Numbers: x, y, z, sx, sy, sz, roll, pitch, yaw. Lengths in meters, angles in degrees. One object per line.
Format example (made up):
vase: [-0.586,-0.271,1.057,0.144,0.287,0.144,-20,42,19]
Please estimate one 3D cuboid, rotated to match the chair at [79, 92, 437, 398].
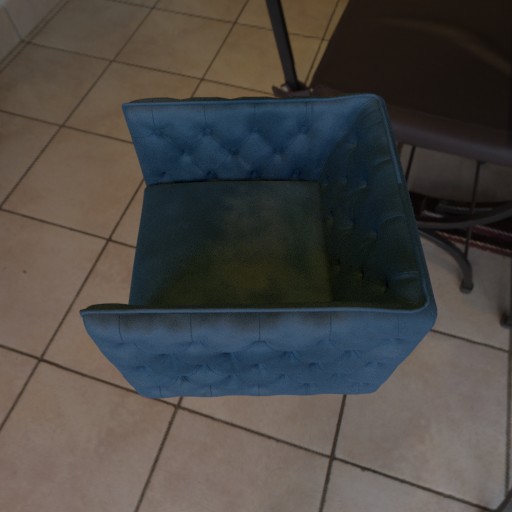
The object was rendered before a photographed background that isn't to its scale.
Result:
chair: [0.000,0.000,1.568,0.877,0.771,0.868,-1,59,-1]
